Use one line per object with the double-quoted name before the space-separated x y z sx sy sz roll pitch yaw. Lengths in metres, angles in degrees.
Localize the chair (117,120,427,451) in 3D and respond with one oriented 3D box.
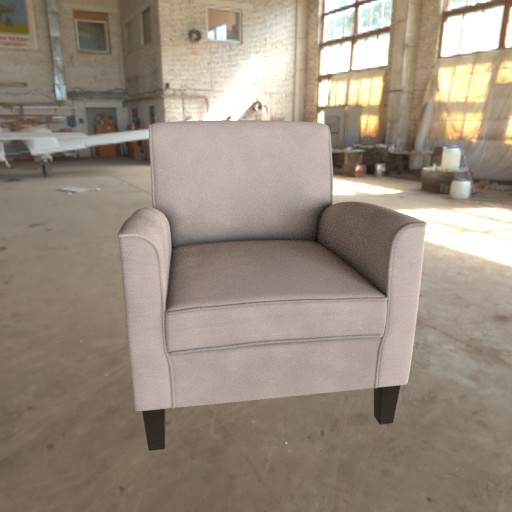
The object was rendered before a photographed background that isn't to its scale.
"chair" 0.000 0.000 1.554 0.820 0.915 0.821 -3 17 -9
